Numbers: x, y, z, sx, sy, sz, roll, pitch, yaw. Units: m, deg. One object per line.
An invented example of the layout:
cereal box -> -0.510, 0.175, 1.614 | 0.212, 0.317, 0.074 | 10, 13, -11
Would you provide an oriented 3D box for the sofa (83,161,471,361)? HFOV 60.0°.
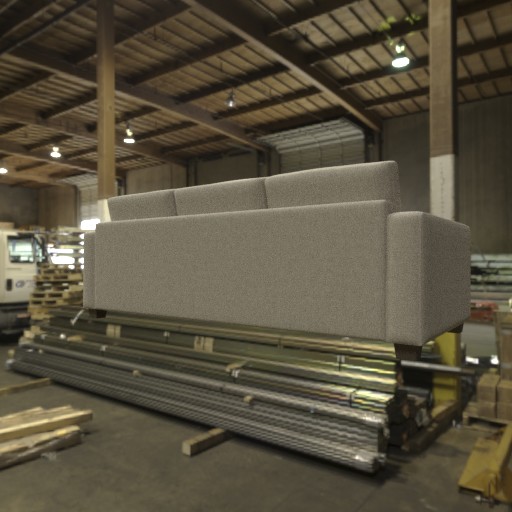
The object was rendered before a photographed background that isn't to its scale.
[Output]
sofa -> 0.000, 0.000, 2.603 | 2.160, 0.800, 0.900 | 0, 0, 36
